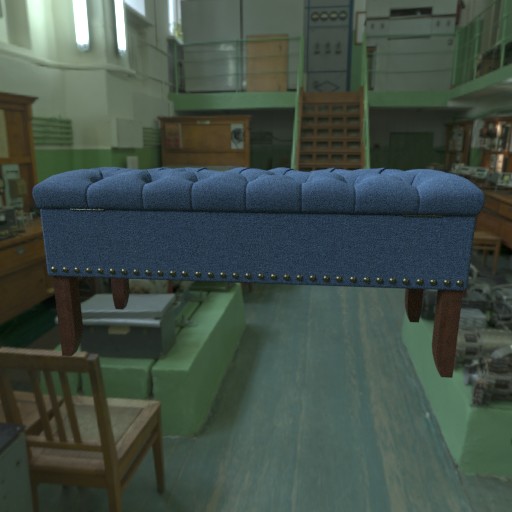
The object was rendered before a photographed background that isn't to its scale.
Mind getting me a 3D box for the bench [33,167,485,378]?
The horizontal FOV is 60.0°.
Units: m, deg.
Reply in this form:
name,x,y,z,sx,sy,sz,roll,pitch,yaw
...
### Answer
name,x,y,z,sx,sy,sz,roll,pitch,yaw
bench,0.000,0.000,1.261,1.052,0.492,0.417,2,15,6
